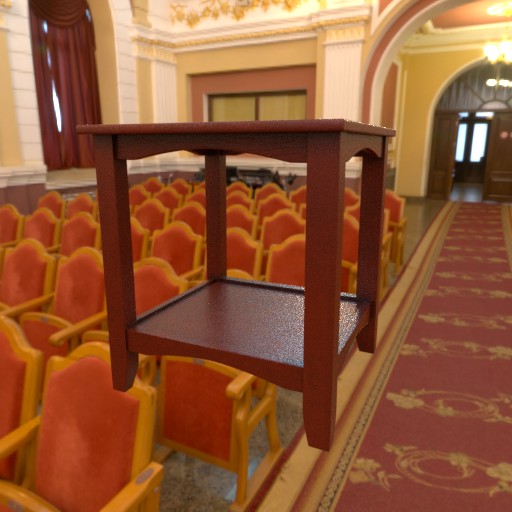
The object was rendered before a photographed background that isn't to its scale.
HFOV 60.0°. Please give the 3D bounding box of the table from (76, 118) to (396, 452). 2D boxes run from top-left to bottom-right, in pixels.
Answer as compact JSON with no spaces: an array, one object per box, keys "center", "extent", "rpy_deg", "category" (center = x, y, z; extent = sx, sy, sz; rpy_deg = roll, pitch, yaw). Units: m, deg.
[{"center":[0.000,0.000,1.003],"extent":[0.523,0.558,0.522],"rpy_deg":[7,16,27],"category":"table"}]
